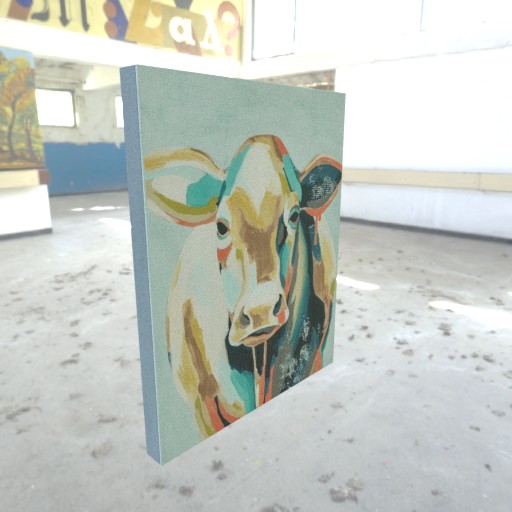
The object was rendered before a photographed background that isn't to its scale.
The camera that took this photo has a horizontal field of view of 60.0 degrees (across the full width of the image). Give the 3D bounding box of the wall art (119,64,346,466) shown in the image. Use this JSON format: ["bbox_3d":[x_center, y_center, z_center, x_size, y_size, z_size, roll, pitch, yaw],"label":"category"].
[{"bbox_3d":[0.000,0.000,0.695,0.037,0.509,0.409,13,20,42],"label":"wall art"}]
